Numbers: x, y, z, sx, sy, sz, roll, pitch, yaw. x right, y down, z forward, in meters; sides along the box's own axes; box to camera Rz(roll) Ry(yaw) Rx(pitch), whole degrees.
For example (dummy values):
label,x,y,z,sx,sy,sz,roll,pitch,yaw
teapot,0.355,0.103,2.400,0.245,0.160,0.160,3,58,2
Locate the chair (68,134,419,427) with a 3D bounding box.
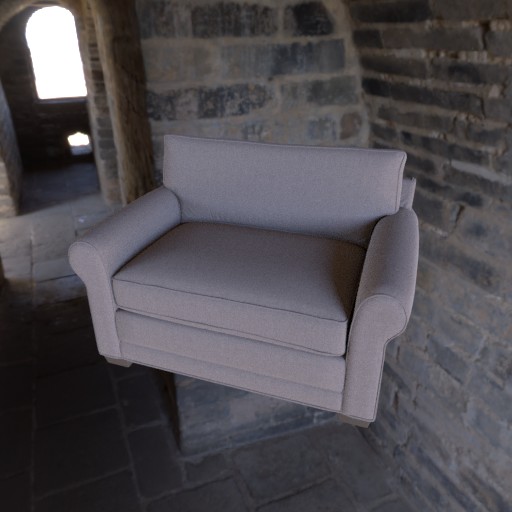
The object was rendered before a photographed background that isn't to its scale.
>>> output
label,x,y,z,sx,sy,sz,roll,pitch,yaw
chair,0.000,0.000,2.044,1.390,0.930,0.930,9,27,17
